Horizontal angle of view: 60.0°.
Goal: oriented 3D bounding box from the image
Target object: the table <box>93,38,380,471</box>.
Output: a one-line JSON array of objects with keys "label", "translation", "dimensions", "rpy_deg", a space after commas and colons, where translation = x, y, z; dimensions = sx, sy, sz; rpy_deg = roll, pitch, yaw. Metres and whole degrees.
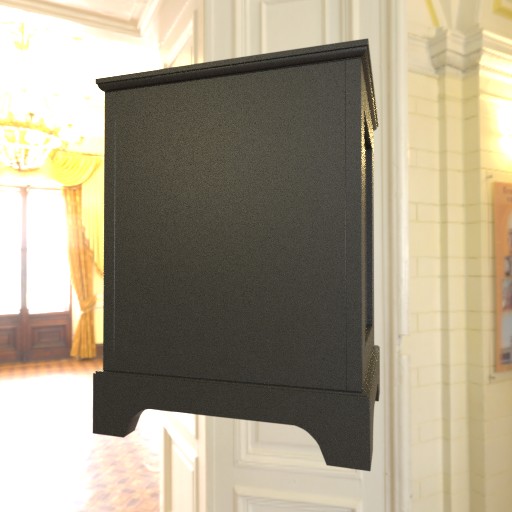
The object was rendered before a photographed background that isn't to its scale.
[{"label": "table", "translation": [0.000, 0.000, 0.882], "dimensions": [0.460, 0.610, 0.399], "rpy_deg": [0, -1, 17]}]
